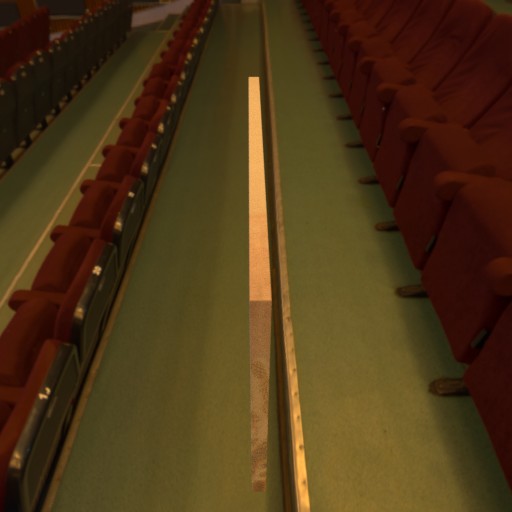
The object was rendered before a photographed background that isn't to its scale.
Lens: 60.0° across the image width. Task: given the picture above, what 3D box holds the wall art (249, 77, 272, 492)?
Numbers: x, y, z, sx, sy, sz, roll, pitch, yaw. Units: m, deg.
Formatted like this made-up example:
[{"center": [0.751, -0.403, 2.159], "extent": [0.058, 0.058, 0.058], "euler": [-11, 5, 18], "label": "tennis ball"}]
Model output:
[{"center": [0.000, 0.000, 1.430], "extent": [0.041, 0.758, 1.142], "euler": [-1, 40, -1], "label": "wall art"}]
